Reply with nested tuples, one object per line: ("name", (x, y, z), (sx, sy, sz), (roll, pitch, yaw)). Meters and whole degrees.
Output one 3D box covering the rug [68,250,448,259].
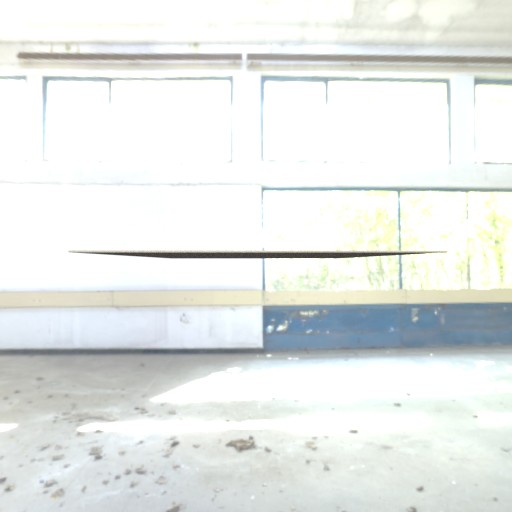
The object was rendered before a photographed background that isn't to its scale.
("rug", (0.000, 0.000, 2.334), (1.220, 0.007, 1.828), (0, -1, -1))
